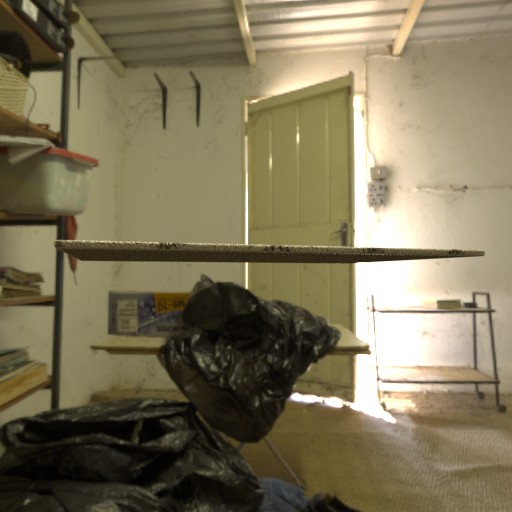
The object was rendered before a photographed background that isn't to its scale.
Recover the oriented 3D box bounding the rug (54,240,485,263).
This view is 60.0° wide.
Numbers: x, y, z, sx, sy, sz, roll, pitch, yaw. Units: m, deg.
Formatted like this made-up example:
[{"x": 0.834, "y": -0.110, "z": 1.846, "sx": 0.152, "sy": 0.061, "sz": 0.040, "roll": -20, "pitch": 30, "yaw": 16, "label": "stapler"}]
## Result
[{"x": 0.000, "y": 0.000, "z": 2.293, "sx": 1.778, "sy": 0.030, "sz": 1.219, "roll": 1, "pitch": -3, "yaw": -18, "label": "rug"}]
